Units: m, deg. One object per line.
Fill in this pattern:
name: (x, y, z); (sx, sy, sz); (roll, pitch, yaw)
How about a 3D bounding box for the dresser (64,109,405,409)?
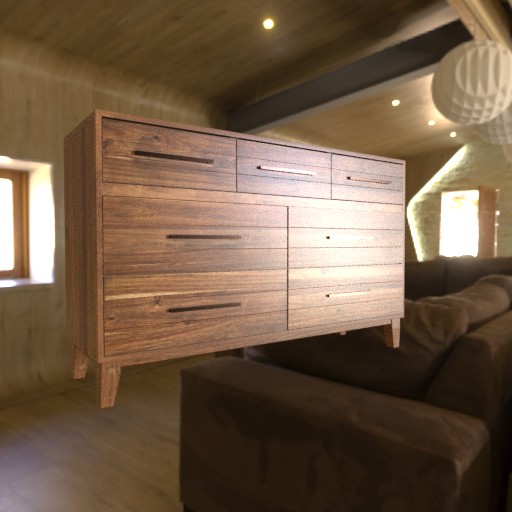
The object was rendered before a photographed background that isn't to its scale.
dresser: (0.000, 0.000, 1.845); (1.400, 0.873, 0.446); (-1, 2, -35)
